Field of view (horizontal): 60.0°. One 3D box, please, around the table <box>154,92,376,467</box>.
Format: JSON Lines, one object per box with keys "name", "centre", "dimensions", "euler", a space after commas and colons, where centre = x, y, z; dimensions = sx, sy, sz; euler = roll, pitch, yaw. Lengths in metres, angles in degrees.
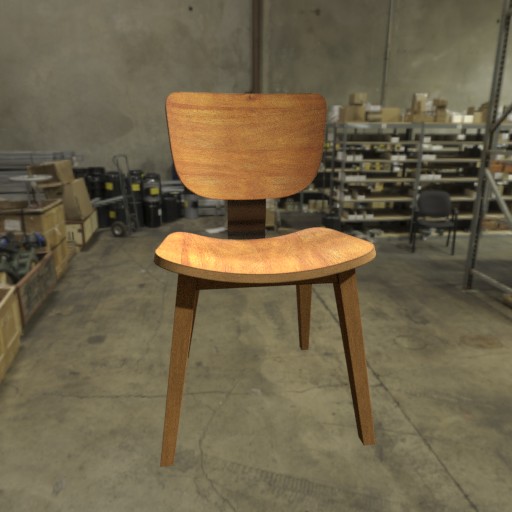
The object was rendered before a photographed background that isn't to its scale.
{"name": "table", "centre": [0.000, 0.000, 1.130], "dimensions": [0.499, 0.805, 0.500], "euler": [-2, 17, -8]}
